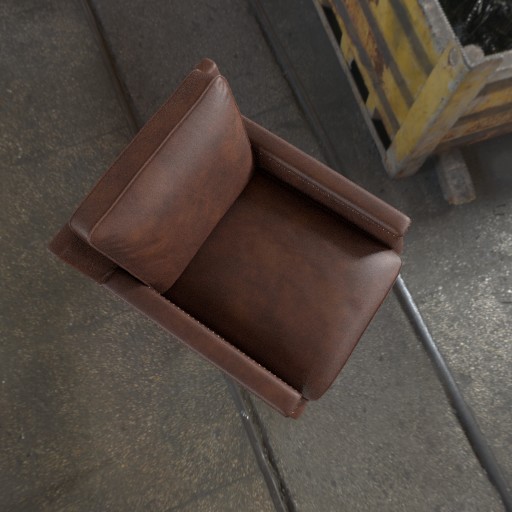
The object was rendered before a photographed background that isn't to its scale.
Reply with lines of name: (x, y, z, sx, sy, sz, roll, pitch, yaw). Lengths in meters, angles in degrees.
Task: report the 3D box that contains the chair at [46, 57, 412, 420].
chair: (0.000, 0.000, 1.707, 1.014, 0.929, 0.853, 33, 78, 8)
